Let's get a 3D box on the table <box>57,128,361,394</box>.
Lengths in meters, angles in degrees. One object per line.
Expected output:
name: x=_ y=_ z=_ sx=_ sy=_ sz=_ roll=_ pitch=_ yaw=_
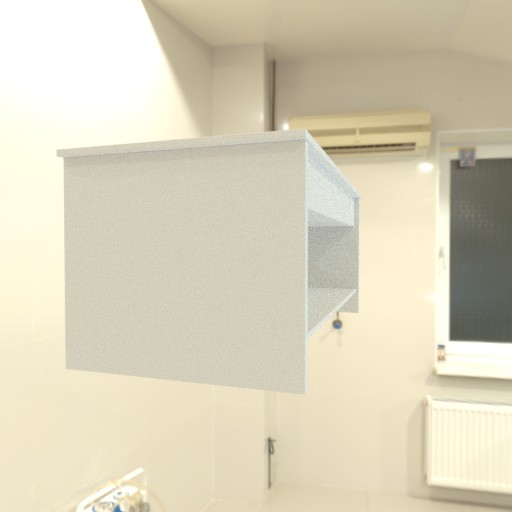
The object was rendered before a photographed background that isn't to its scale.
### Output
table: x=0.000 y=0.000 z=1.276 sx=0.500 sy=0.441 sz=1.000 roll=0 pitch=1 yaw=18
